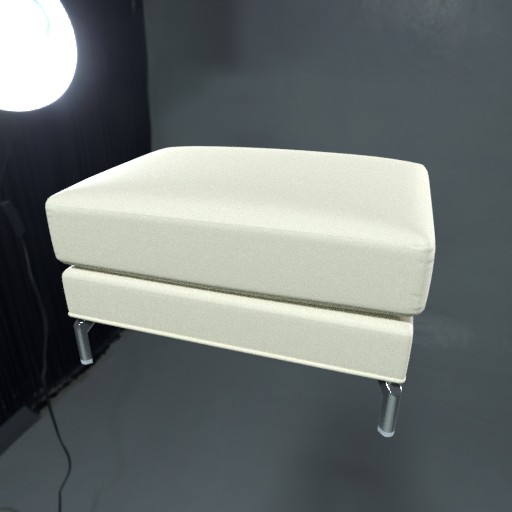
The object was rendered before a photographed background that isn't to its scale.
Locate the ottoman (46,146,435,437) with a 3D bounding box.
[{"bbox_3d":[0.000,0.000,1.194,0.835,0.497,0.581,8,27,16],"label":"ottoman"}]
